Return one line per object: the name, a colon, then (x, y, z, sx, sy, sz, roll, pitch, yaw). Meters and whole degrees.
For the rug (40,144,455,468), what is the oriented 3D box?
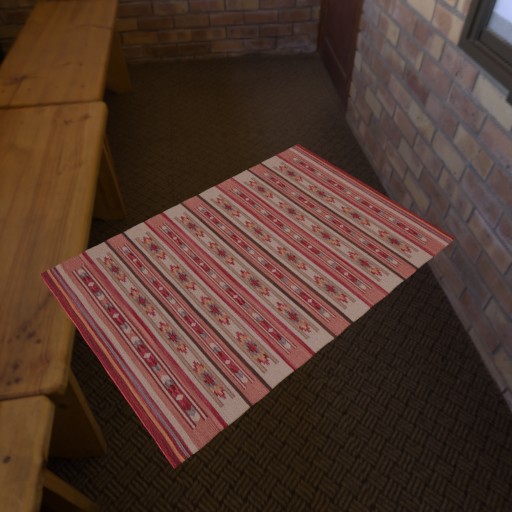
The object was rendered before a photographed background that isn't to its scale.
rug: (0.000, 0.000, 2.317, 1.817, 0.008, 1.223, -32, 54, -27)
